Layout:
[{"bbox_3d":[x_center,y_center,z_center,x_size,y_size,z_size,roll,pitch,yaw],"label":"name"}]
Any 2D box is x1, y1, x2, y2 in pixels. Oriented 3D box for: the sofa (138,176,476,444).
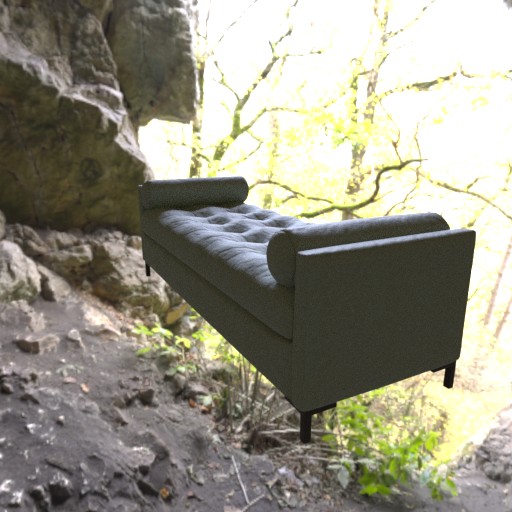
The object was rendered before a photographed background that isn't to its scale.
[{"bbox_3d":[0.000,0.000,2.430,0.796,0.705,2.102,-8,17,-27],"label":"sofa"}]
